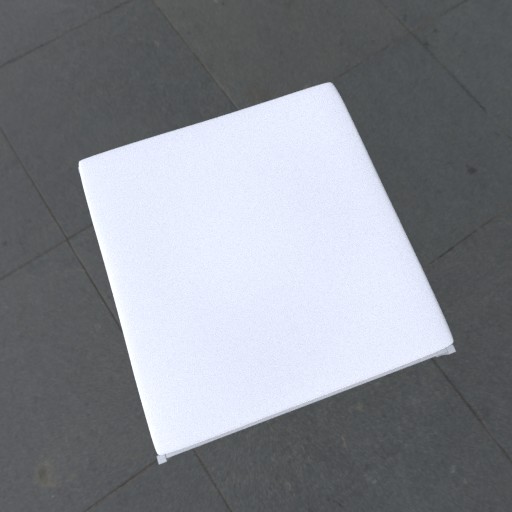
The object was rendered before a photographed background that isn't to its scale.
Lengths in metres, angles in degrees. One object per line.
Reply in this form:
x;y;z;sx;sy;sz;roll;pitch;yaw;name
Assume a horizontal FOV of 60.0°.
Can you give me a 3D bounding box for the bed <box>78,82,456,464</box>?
0.000;0.000;3.053;2.007;0.510;2.108;-19;75;-5;bed
